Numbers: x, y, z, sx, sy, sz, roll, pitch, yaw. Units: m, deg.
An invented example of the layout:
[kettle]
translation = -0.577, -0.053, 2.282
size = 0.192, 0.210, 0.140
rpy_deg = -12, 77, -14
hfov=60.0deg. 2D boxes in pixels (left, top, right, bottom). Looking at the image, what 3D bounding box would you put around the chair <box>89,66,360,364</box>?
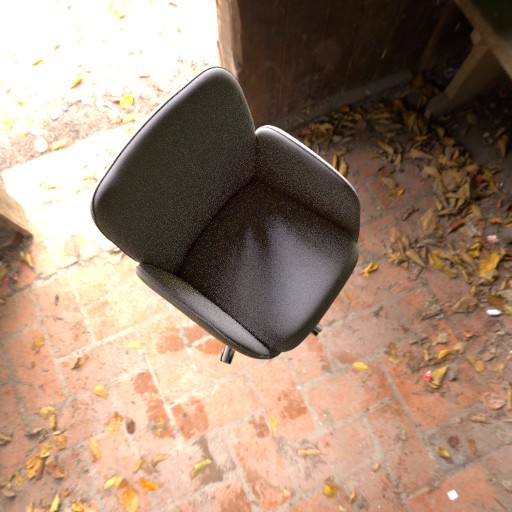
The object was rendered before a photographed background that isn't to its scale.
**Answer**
[chair]
translation = 0.000, 0.000, 1.395
size = 0.633, 0.959, 0.648
rpy_deg = 35, 77, 10
